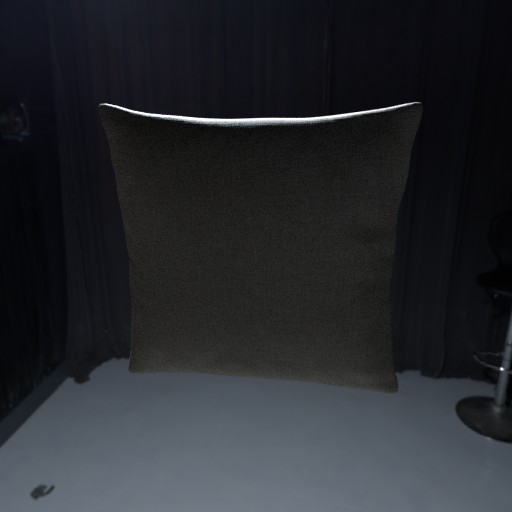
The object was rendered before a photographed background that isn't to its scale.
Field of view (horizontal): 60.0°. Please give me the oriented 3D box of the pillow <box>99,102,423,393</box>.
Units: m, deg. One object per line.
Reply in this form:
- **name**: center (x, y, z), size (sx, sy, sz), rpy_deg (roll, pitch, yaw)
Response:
- **pillow**: center (0.000, 0.000, 0.773), size (0.523, 0.506, 0.166), rpy_deg (2, 16, 8)
